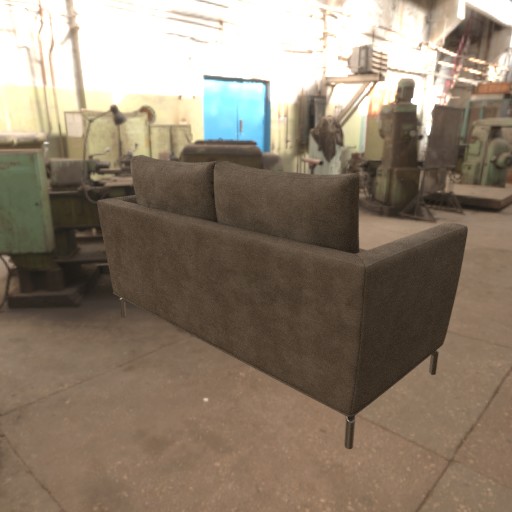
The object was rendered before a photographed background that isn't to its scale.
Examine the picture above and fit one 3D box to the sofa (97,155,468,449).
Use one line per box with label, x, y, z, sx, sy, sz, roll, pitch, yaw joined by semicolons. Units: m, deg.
sofa;0.000;0.000;2.349;1.832;1.013;0.855;16;23;43
